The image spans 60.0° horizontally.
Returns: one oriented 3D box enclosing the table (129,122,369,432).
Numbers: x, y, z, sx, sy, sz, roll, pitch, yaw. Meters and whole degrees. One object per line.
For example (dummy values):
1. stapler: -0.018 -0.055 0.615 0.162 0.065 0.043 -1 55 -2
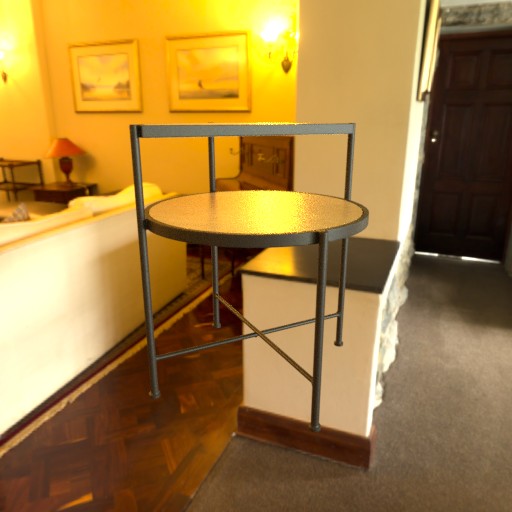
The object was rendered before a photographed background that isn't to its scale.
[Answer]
1. table: 0.000 0.000 1.196 0.629 0.684 0.628 -9 19 -26
